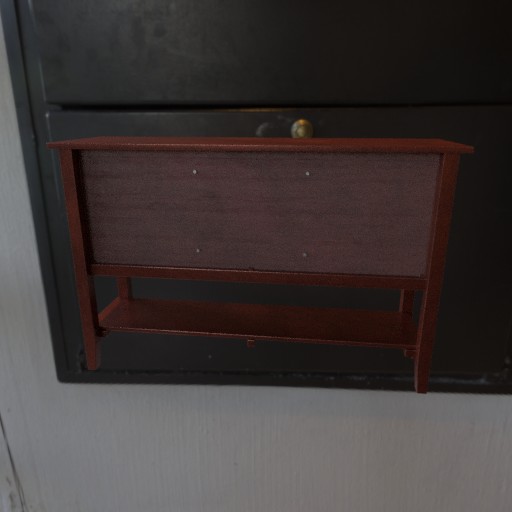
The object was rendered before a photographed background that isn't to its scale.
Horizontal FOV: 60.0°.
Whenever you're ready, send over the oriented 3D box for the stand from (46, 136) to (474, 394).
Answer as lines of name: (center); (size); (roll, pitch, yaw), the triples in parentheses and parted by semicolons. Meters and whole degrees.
stand: (0.000, 0.000, 1.728); (1.362, 0.872, 0.410); (2, 18, 7)
